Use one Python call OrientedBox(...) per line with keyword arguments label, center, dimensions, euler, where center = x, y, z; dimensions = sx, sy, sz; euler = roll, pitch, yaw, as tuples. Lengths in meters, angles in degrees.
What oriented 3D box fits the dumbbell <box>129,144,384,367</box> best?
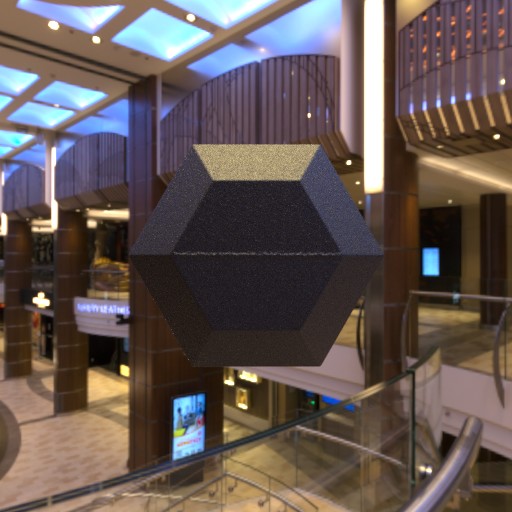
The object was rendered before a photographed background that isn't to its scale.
OrientedBox(label="dumbbell", center=(0.000, 0.000, 0.460), dimensions=(0.173, 0.150, 0.384), euler=(0, 0, 0))
